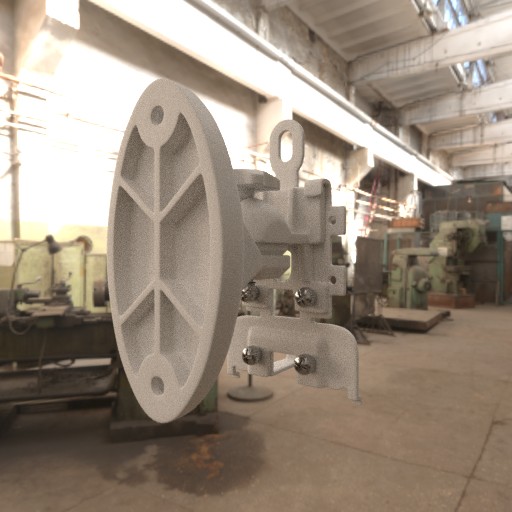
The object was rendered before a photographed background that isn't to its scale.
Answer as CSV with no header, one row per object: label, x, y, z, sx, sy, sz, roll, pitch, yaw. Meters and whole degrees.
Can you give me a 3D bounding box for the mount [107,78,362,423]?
mount,0.000,0.000,0.175,0.066,0.118,0.100,0,0,37
